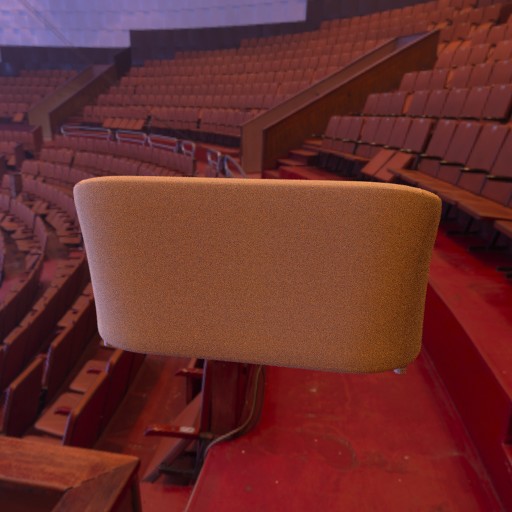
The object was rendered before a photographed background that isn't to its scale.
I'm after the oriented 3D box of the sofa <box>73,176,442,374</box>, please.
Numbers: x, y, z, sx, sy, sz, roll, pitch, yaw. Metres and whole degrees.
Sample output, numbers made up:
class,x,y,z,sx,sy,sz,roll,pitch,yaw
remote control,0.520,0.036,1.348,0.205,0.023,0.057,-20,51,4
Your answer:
class,x,y,z,sx,sy,sz,roll,pitch,yaw
sofa,0.000,0.000,1.847,1.452,0.721,0.705,3,18,10
